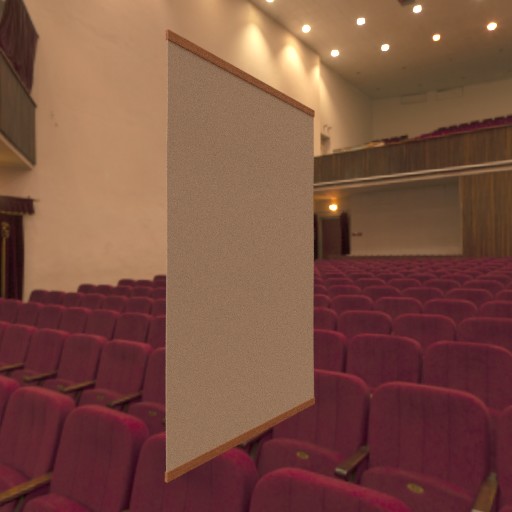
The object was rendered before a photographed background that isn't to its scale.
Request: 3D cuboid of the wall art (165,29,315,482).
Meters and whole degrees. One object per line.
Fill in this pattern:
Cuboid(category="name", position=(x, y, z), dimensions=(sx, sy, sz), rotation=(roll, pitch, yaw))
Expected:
Cuboid(category="wall art", position=(0.000, 0.000, 1.902), dimensions=(0.019, 1.527, 1.019), rotation=(0, -1, 36))
